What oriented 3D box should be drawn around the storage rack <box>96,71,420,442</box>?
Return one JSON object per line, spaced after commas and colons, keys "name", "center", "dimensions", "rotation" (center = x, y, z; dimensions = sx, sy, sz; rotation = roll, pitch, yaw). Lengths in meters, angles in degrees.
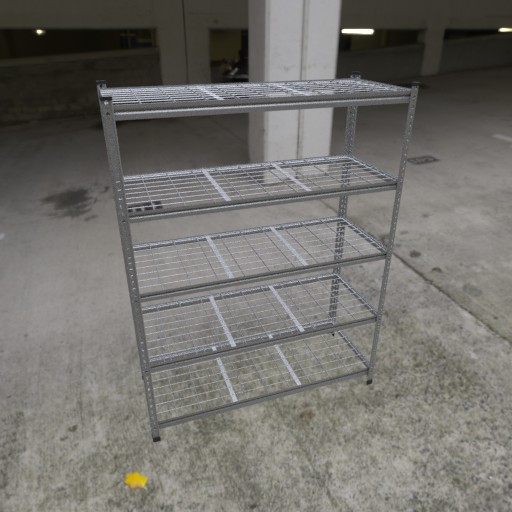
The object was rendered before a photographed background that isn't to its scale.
{"name": "storage rack", "center": [0.000, 0.000, 2.690], "dimensions": [1.524, 1.981, 0.610], "rotation": [-9, 29, -17]}
